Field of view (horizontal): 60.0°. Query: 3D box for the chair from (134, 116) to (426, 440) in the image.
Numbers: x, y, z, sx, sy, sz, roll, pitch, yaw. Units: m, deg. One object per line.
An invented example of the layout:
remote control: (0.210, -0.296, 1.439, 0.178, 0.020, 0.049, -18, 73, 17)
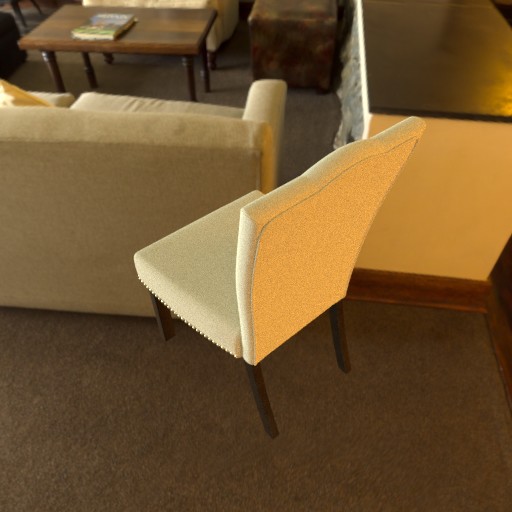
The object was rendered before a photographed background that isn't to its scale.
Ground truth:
chair: (0.000, 0.000, 1.289, 0.518, 0.946, 0.589, -32, 53, -28)
